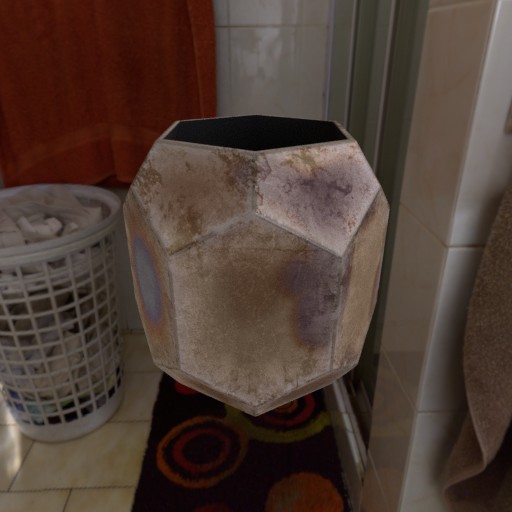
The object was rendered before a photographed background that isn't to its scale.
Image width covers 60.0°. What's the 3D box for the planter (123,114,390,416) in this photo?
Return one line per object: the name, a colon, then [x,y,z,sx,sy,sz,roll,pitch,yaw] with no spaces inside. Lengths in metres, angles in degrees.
planter: [0.000,0.000,0.426,0.243,0.238,0.221,0,26,0]
